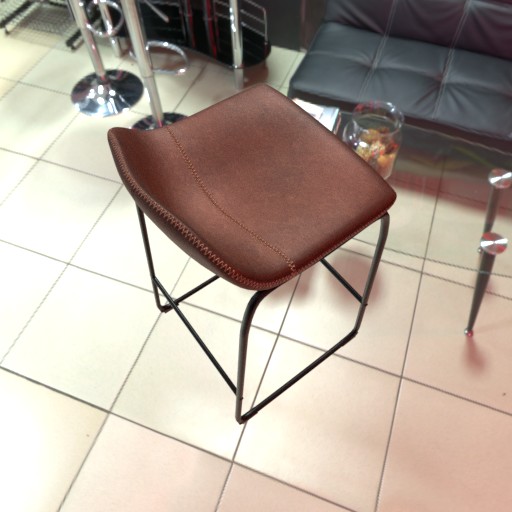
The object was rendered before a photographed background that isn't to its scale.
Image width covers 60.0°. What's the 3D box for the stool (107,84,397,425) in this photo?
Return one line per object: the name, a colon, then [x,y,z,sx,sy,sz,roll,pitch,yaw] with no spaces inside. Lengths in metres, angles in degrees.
stool: [0.000,0.000,1.088,0.473,0.830,0.454,-32,63,-19]
